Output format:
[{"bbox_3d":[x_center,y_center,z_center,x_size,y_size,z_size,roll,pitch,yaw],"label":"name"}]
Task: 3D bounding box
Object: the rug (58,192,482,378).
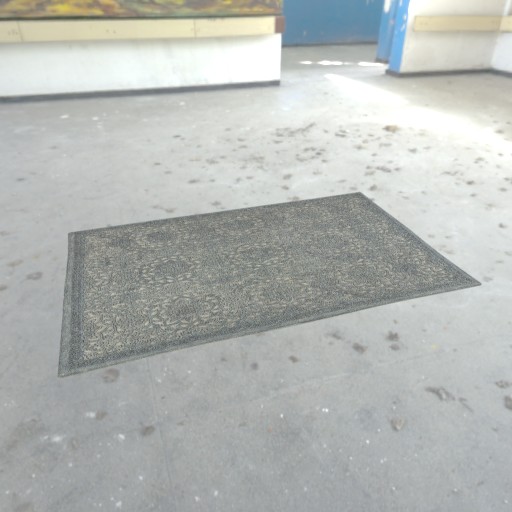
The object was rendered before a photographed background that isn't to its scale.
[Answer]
[{"bbox_3d":[0.000,0.000,3.069,2.498,0.022,1.535,-10,33,-15],"label":"rug"}]
